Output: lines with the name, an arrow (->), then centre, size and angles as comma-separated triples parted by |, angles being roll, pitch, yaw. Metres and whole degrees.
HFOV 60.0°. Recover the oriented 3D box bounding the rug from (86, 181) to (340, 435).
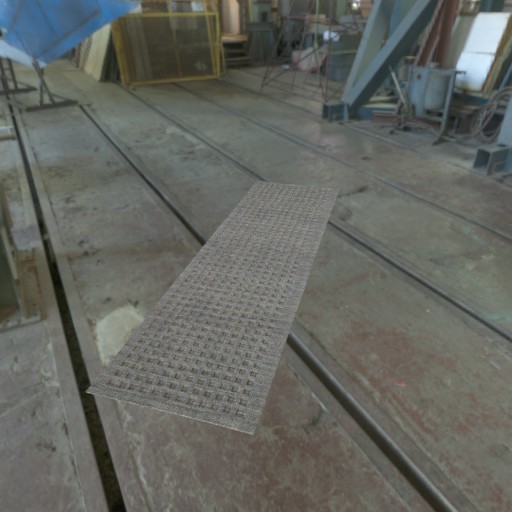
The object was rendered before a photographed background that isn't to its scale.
rug -> 0.000, 0.000, 2.699 | 0.706, 0.009, 2.443 | 9, 32, 14
